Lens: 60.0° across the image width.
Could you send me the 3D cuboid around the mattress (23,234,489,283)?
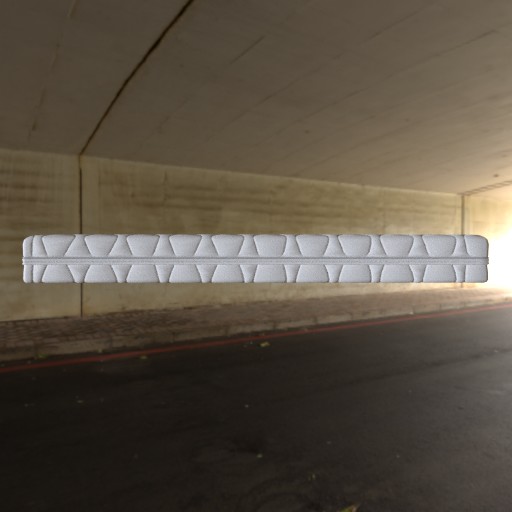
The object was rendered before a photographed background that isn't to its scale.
[{"bbox_3d":[0.000,0.000,2.588,1.900,0.200,1.600,0,1,0],"label":"mattress"}]
